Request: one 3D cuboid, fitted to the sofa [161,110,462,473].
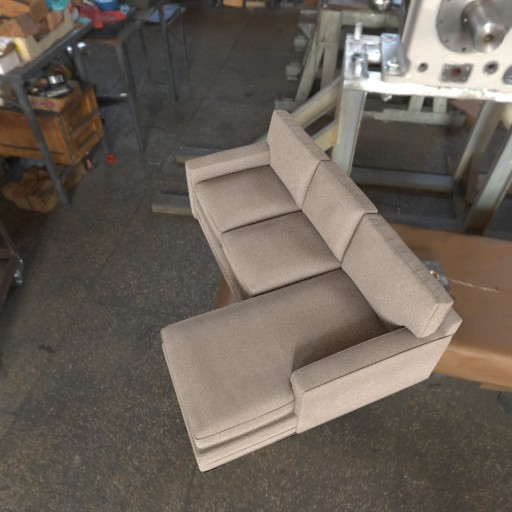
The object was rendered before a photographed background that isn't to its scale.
[{"bbox_3d":[0.000,0.000,2.949,1.496,0.861,2.087,-17,50,-15],"label":"sofa"}]
